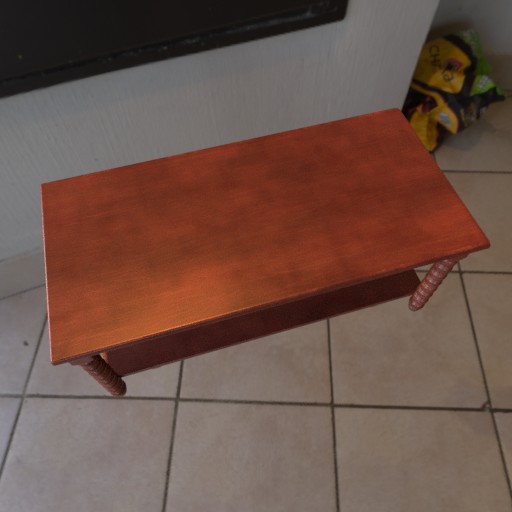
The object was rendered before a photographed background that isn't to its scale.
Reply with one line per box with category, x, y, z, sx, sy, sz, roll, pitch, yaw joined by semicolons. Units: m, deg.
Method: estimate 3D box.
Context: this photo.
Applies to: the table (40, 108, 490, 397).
table;0.000;0.000;1.464;1.171;0.485;0.580;-14;60;-9
